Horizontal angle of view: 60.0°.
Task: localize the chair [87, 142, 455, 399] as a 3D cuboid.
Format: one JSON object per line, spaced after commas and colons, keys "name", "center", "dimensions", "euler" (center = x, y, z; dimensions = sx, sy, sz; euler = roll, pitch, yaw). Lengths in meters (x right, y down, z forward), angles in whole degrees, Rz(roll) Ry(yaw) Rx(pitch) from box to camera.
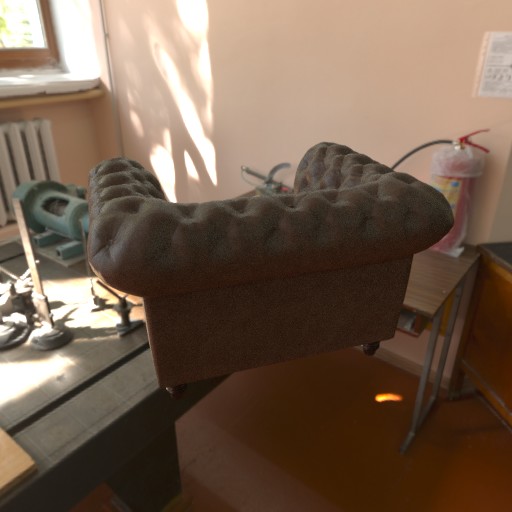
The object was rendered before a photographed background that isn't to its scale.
{"name": "chair", "center": [0.000, 0.000, 1.903], "dimensions": [1.298, 0.784, 0.954], "euler": [-8, 28, -16]}
